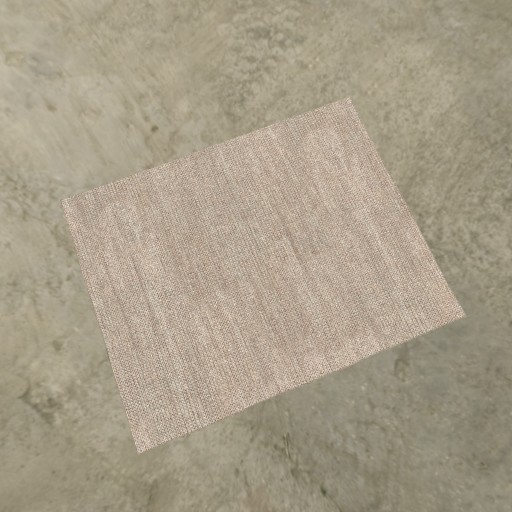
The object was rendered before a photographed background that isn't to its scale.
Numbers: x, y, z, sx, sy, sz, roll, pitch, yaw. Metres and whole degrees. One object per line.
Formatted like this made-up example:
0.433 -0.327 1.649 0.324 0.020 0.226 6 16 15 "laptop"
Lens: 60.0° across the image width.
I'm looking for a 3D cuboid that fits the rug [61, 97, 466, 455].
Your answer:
0.000 0.000 4.070 3.052 0.030 2.429 -21 75 -6 "rug"
